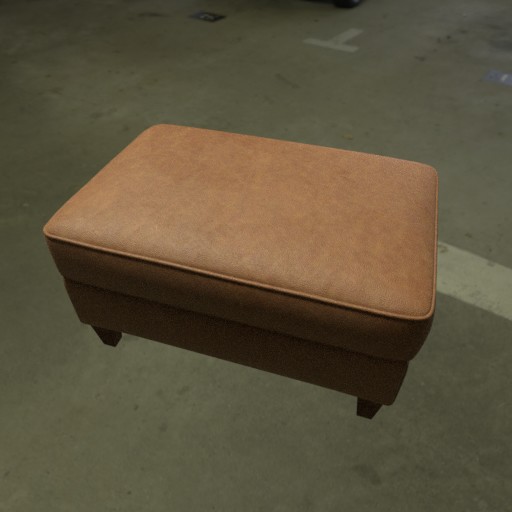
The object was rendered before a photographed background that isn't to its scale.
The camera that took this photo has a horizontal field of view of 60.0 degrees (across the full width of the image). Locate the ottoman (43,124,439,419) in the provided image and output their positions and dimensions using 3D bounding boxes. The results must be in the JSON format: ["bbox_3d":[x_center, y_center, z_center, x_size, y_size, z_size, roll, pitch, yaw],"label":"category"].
[{"bbox_3d":[0.000,0.000,1.200,0.864,0.483,0.584,12,44,13],"label":"ottoman"}]
